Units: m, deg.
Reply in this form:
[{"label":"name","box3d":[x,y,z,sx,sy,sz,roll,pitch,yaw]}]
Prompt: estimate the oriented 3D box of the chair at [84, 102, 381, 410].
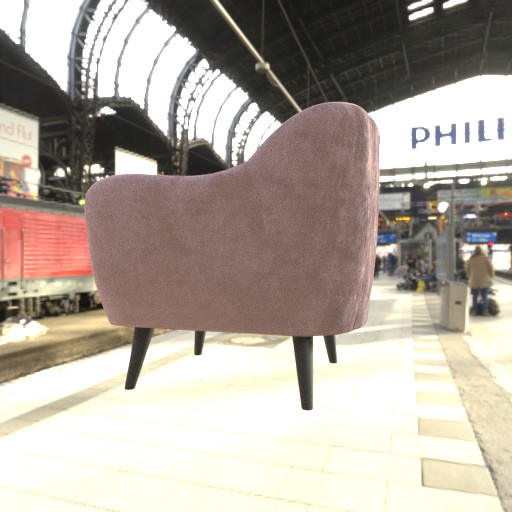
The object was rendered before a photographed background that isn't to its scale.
[{"label":"chair","box3d":[0.000,0.000,1.515,0.820,0.820,0.840,0,0,17]}]
